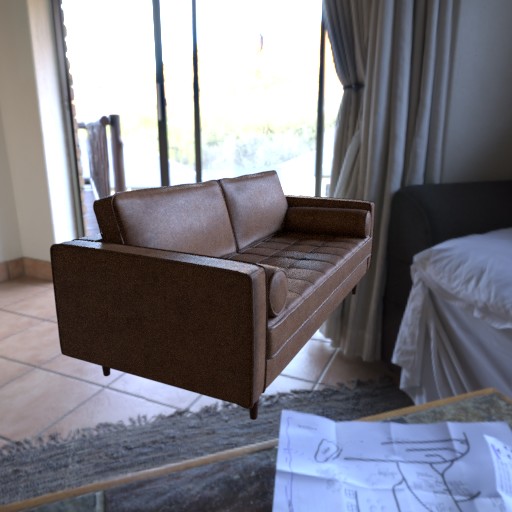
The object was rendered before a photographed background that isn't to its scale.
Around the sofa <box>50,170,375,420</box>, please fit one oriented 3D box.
[{"bbox_3d":[0.000,0.000,2.422,0.924,0.825,1.920,7,16,25],"label":"sofa"}]
